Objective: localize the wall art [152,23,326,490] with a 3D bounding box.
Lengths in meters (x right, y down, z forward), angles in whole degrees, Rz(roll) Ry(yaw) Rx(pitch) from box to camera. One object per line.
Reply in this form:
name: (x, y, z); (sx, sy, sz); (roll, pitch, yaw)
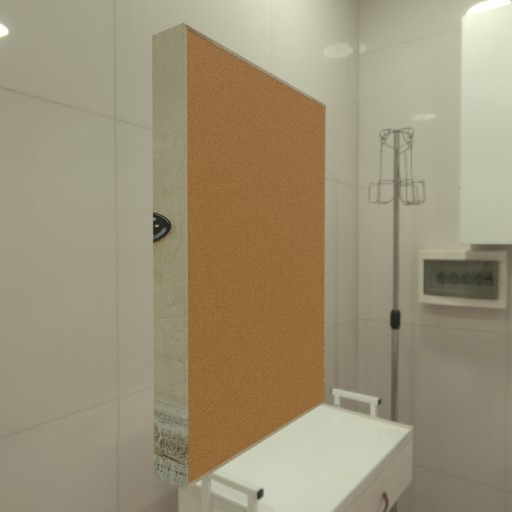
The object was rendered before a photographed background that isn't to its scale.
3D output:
wall art: (0.000, 0.000, 0.475); (0.038, 0.381, 0.254); (1, 1, 35)
